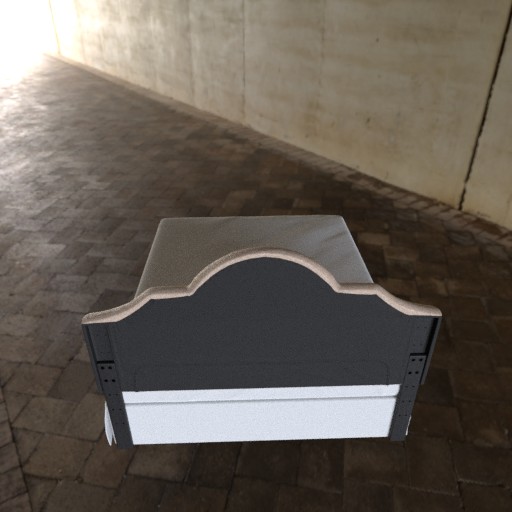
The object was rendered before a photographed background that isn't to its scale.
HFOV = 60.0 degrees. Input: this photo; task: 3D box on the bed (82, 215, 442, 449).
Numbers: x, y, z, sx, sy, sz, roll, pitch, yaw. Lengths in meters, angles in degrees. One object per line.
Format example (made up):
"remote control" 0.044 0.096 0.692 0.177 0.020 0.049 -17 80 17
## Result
"bed" 0.000 0.000 2.889 1.667 1.194 1.970 -1 31 -2
